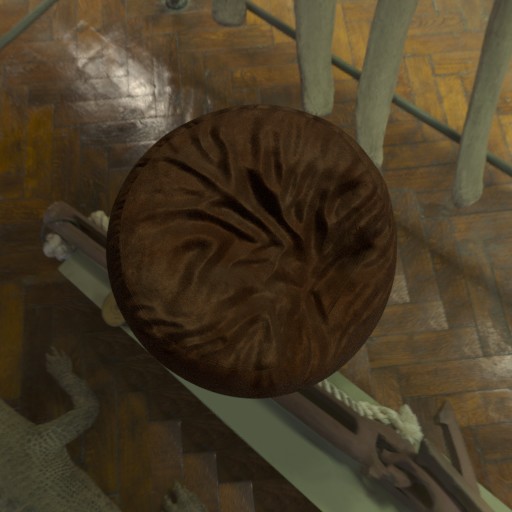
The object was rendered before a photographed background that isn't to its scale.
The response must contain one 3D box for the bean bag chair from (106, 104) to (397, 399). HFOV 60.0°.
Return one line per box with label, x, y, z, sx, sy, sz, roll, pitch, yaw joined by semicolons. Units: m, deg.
bean bag chair;0.000;0.000;1.504;0.918;0.616;0.918;0;74;0
